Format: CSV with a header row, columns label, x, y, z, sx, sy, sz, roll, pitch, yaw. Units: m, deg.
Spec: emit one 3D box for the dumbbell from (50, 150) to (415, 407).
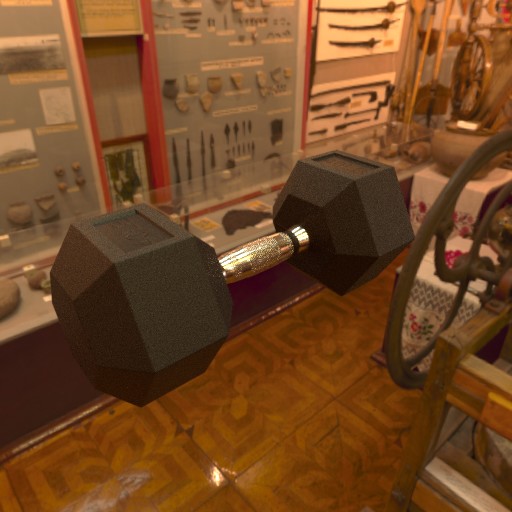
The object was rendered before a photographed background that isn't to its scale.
label,x,y,z,sx,sy,sz,roll,pitch,yaw
dumbbell,0.000,0.000,0.436,0.361,0.137,0.157,-22,37,-33
